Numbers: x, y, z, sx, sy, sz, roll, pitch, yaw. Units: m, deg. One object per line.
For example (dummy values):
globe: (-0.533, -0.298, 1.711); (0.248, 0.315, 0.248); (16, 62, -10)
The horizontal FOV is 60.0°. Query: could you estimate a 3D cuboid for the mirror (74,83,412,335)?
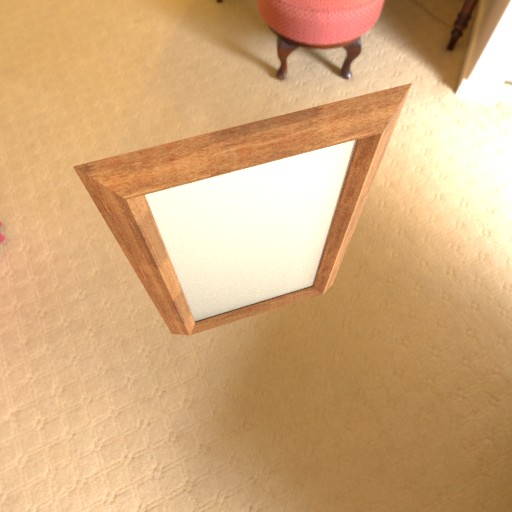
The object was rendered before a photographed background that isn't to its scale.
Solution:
mirror: (0.000, 0.000, 1.254); (0.651, 1.010, 0.047); (-16, 65, -8)
